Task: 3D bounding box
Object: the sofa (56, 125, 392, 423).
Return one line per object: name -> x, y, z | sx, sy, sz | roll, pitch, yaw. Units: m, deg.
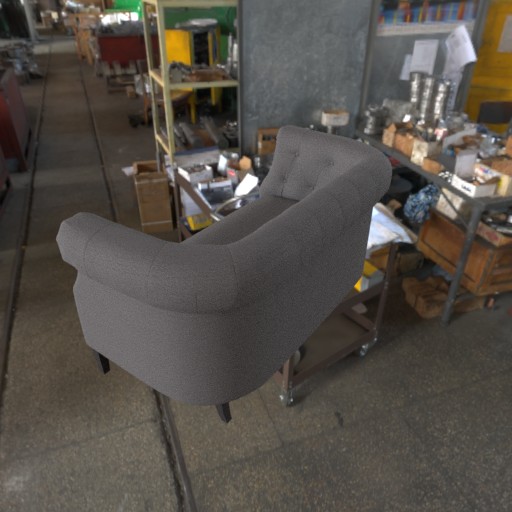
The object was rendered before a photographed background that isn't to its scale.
sofa -> 0.000, 0.000, 2.082 | 0.835, 0.827, 1.558 | 21, 38, 30
